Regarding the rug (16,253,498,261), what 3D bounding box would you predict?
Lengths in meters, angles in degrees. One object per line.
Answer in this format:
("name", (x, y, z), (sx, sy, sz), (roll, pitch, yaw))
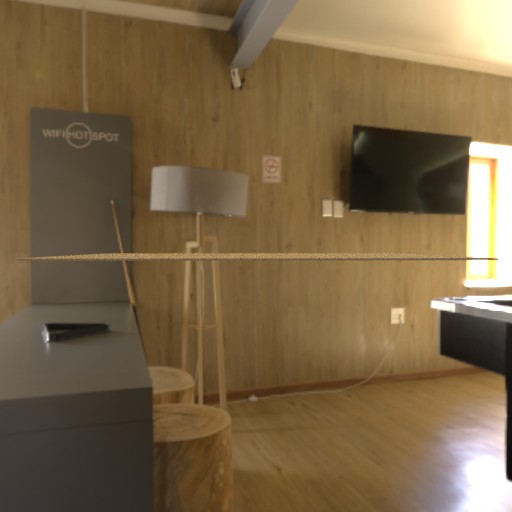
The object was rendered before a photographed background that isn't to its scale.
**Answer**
("rug", (0.000, 0.000, 2.173), (1.753, 0.008, 1.143), (0, 1, -2))
